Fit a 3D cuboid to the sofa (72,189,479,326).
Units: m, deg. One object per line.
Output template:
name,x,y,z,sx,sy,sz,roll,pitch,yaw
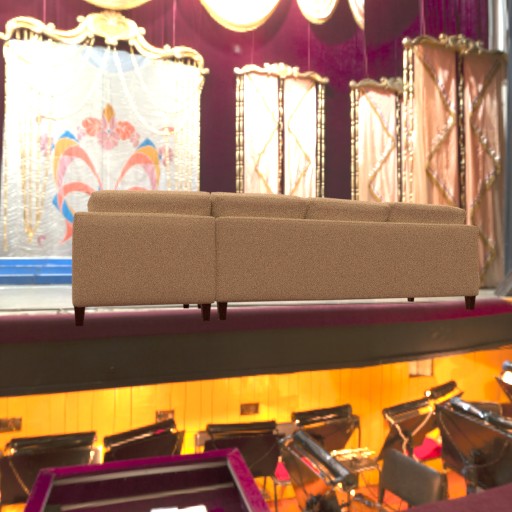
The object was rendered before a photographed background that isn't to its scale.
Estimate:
sofa,0.000,0.000,4.519,3.302,0.947,2.593,0,-1,-18
